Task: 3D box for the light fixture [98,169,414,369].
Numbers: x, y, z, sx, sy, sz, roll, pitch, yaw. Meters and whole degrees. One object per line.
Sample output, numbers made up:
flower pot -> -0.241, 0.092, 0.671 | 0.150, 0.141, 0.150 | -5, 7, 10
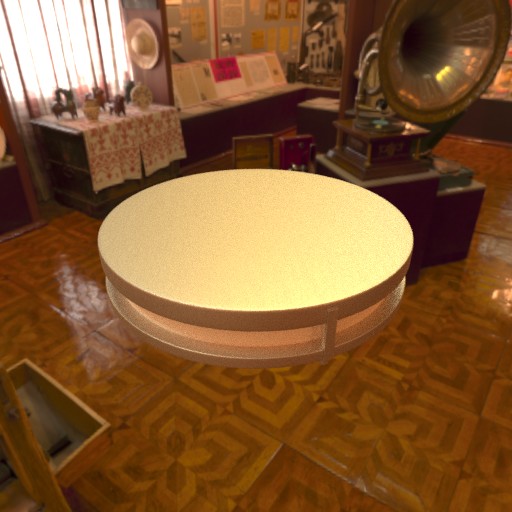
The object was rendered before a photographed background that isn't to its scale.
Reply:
light fixture -> 0.000, 0.000, 0.545 | 0.356, 0.102, 0.356 | 0, 30, 0
